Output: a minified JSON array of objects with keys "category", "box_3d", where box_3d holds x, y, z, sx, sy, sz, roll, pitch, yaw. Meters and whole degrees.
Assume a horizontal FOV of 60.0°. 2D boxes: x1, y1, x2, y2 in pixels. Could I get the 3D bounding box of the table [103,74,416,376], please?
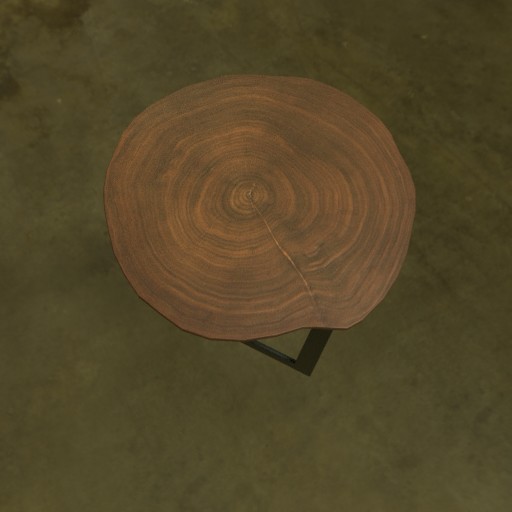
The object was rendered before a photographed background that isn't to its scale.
[{"category":"table","box_3d":[0.000,0.000,0.885,0.477,0.476,0.494,15,64,7]}]
